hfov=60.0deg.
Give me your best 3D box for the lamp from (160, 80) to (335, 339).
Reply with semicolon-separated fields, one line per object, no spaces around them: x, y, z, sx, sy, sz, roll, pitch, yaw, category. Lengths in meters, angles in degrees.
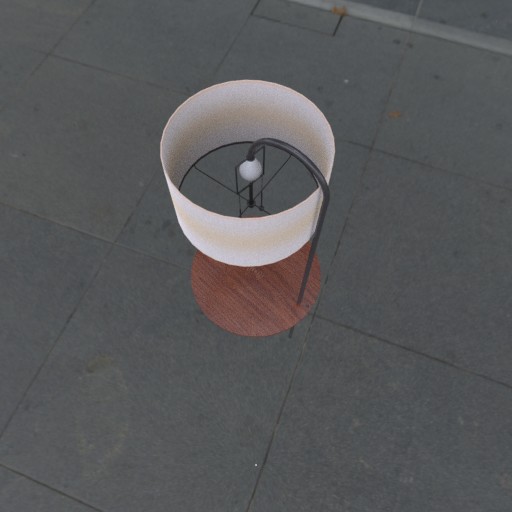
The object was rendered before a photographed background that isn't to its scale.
0.000;0.000;1.797;0.573;1.517;0.573;0;65;0;lamp
